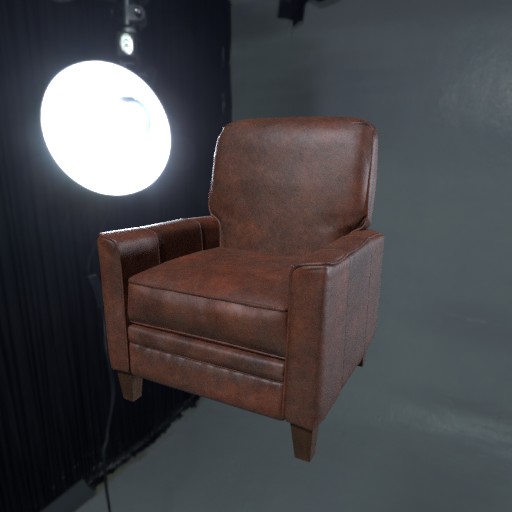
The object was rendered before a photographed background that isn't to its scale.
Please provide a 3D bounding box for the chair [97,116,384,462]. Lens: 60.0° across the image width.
[{"bbox_3d":[0.000,0.000,1.693,0.843,1.043,0.836,8,16,27],"label":"chair"}]
